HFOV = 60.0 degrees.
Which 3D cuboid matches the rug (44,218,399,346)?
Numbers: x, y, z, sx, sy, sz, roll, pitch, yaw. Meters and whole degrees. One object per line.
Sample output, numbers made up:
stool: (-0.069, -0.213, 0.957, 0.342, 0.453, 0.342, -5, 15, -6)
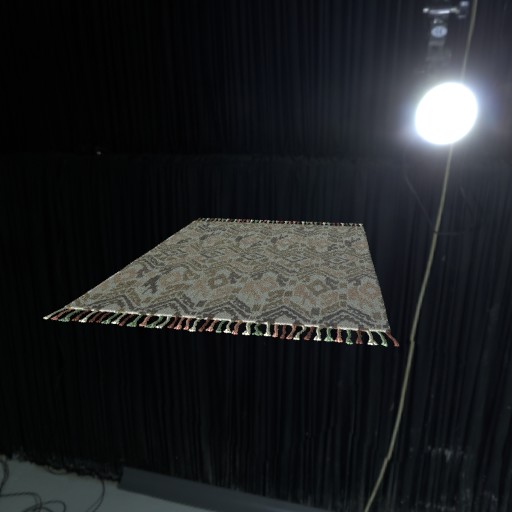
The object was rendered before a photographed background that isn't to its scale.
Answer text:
rug: (0.000, 0.000, 2.331, 1.219, 0.008, 1.829, 3, 17, 10)
